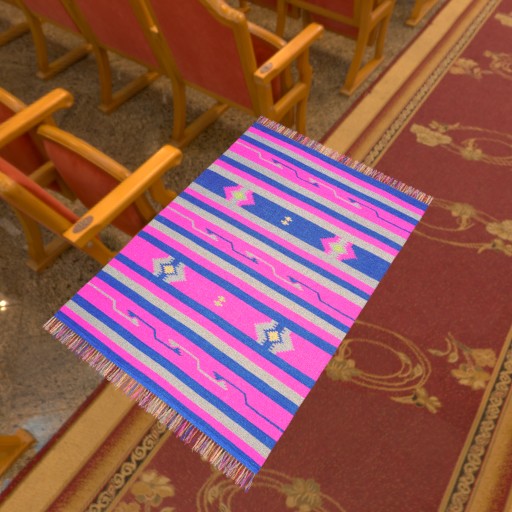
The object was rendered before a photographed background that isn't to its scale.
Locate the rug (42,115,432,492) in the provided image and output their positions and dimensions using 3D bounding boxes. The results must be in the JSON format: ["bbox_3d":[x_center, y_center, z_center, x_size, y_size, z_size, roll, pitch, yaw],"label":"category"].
[{"bbox_3d":[0.000,0.000,2.948,1.539,0.013,2.350,31,63,18],"label":"rug"}]
